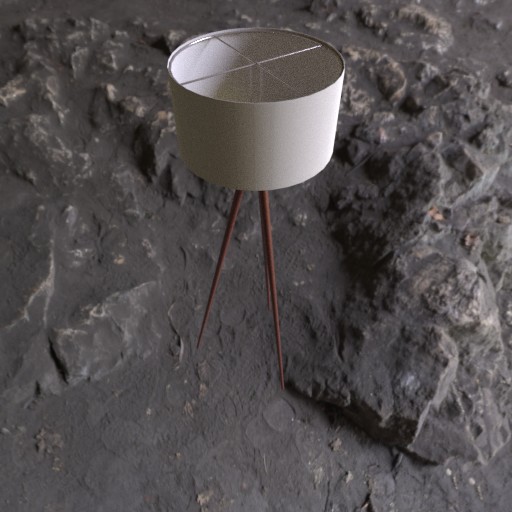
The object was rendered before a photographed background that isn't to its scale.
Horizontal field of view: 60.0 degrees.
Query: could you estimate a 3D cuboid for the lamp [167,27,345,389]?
[{"bbox_3d":[0.000,0.000,1.775,0.483,1.553,0.483,-25,51,-22],"label":"lamp"}]
